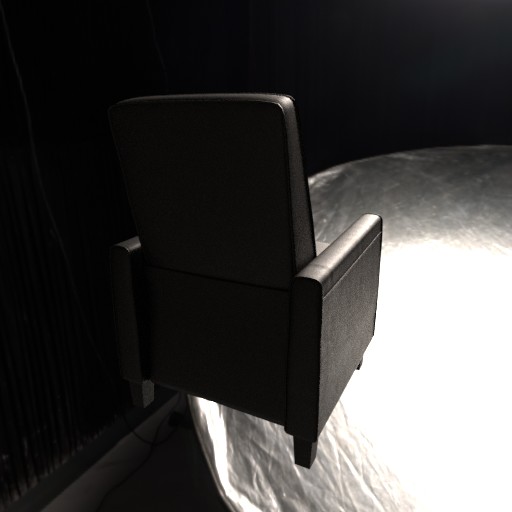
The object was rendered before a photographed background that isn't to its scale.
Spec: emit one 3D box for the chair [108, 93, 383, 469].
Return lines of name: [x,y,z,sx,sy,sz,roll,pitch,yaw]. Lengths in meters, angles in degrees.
chair: [0.000,0.000,1.511,0.705,1.013,0.746,9,19,26]
